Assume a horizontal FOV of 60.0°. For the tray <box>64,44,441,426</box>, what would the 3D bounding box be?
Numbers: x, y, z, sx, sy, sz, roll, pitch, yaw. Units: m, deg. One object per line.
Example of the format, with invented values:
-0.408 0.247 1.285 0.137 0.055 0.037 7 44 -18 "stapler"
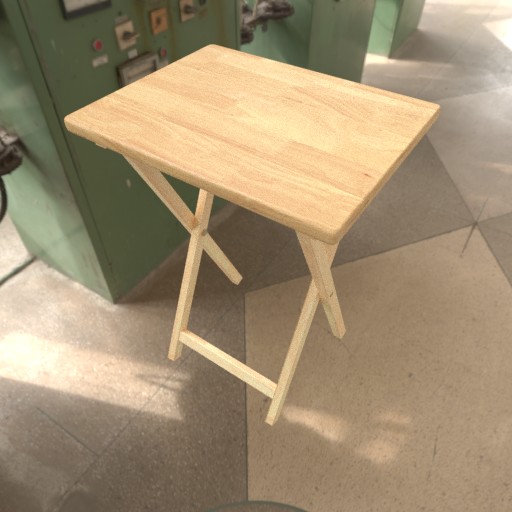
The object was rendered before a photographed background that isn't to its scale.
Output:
0.000 0.000 0.945 0.483 0.660 0.381 26 51 23 "tray"
